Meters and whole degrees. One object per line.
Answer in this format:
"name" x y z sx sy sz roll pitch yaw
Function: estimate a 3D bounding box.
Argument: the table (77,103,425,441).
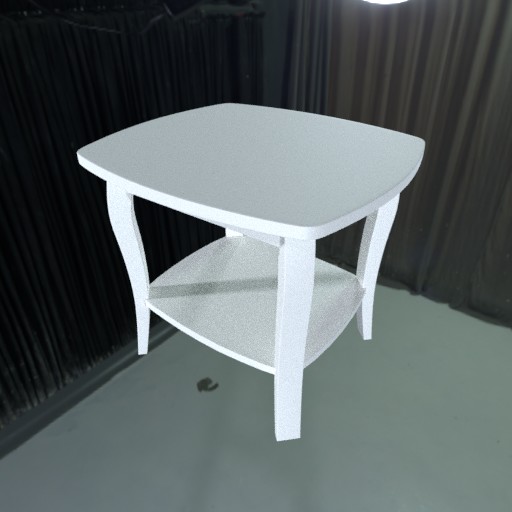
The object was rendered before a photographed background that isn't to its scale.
"table" 0.000 0.000 0.853 0.502 0.438 0.451 21 38 30
